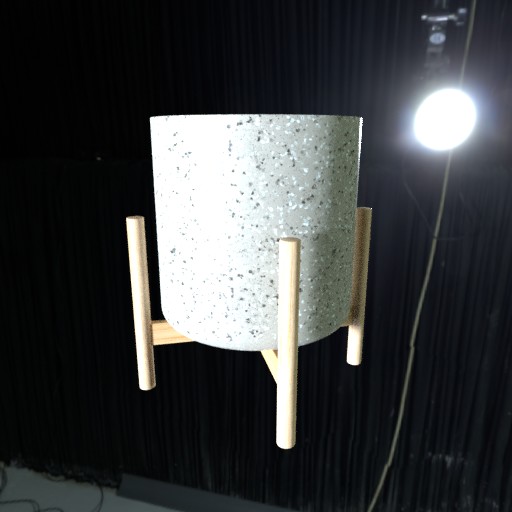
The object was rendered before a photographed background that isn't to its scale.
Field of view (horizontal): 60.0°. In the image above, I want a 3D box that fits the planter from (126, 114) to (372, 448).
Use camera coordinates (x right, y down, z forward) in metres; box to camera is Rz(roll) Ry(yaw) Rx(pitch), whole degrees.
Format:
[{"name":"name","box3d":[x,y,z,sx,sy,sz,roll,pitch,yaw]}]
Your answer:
[{"name":"planter","box3d":[0.000,0.000,0.706,0.360,0.419,0.360,3,16,9]}]
